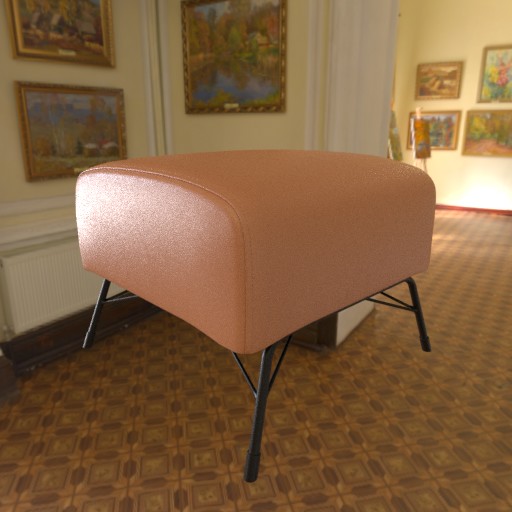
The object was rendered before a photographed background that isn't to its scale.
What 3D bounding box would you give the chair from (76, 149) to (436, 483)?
[{"bbox_3d":[0.000,0.000,0.887,0.530,0.410,0.530,-15,22,-42],"label":"chair"}]
